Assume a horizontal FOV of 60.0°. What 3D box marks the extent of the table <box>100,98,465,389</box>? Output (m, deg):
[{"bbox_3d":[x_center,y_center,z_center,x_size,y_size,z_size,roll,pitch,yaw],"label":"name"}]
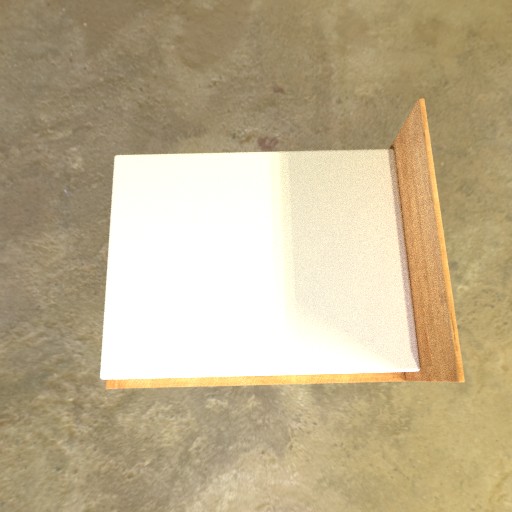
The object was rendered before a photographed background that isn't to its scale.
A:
[{"bbox_3d":[0.000,0.000,3.038,2.149,1.041,1.707,-1,75,0],"label":"table"}]
